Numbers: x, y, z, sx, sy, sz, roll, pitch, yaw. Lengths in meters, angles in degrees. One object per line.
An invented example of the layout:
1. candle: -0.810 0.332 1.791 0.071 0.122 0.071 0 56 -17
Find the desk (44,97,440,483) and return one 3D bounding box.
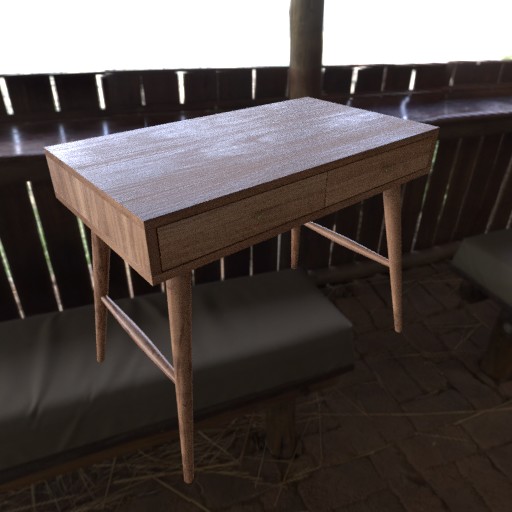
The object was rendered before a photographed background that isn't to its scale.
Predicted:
1. desk: 0.000 0.000 1.403 0.949 0.758 0.588 -23 38 -33
